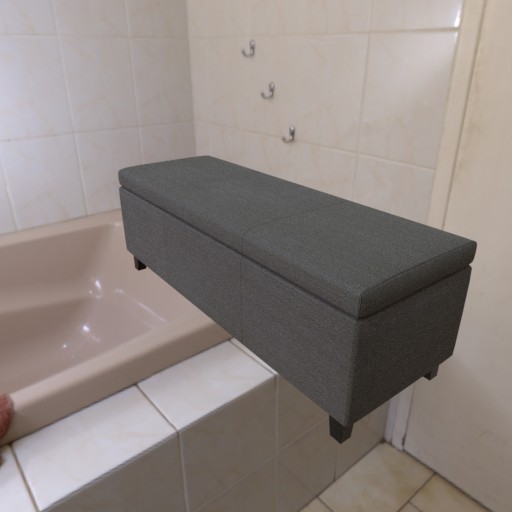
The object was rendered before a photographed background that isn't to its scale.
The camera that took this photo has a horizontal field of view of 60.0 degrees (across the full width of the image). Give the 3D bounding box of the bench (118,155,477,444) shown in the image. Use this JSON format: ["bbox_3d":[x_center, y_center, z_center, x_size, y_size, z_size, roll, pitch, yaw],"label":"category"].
[{"bbox_3d":[0.000,0.000,1.503,0.446,0.438,1.269,-18,30,-33],"label":"bench"}]
